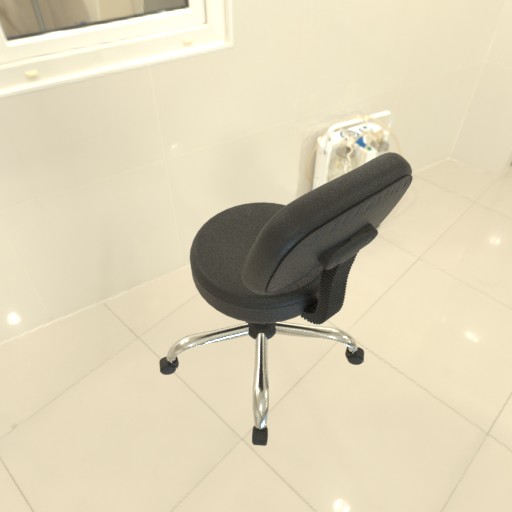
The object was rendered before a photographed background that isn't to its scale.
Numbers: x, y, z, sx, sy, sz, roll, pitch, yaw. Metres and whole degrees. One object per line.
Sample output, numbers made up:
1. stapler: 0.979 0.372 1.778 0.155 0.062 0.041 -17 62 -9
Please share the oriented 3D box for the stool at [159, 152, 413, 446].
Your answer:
1. stool: 0.000 0.000 1.285 0.673 0.862 0.648 -30 53 -26
